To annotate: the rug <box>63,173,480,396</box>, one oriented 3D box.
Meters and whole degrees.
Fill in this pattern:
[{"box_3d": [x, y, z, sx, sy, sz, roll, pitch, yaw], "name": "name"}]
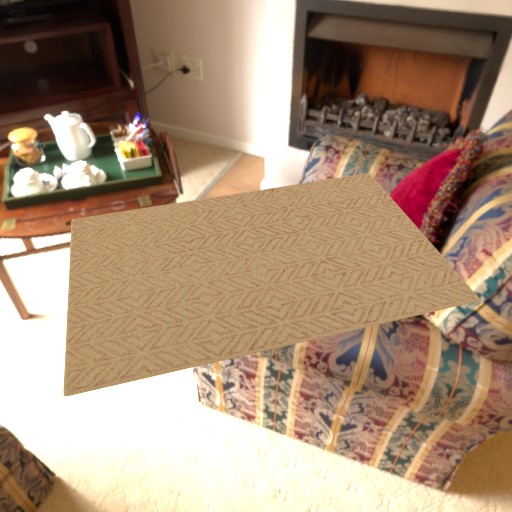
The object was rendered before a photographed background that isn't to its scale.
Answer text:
[{"box_3d": [0.000, 0.000, 3.012, 2.438, 0.008, 1.523, -11, 43, -11], "name": "rug"}]
